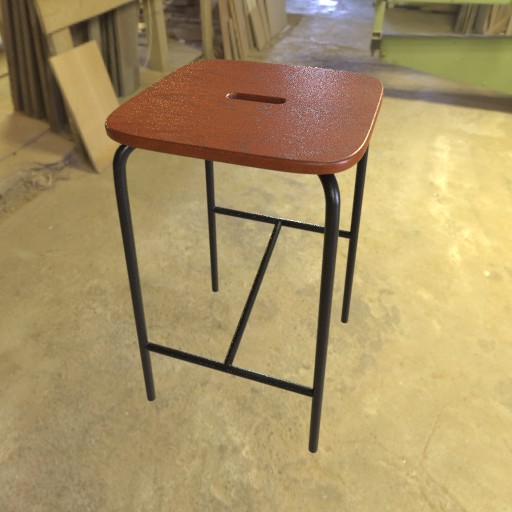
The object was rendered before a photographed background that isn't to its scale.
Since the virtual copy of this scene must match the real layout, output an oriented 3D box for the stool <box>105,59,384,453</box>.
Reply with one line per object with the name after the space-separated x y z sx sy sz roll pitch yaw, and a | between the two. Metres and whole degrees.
0.000 0.000 0.856 0.376 0.610 0.376 12 41 14 | stool
